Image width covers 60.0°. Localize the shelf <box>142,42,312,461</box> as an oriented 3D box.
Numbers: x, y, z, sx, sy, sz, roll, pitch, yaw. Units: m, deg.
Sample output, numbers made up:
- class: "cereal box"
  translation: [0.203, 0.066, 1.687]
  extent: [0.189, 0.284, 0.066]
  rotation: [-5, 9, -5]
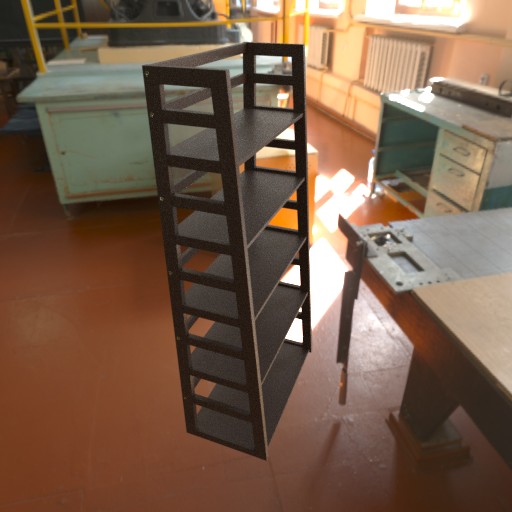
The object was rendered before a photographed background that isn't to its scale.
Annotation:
- class: "shelf"
  translation: [0.000, 0.000, 1.916]
  extent: [0.403, 1.600, 0.763]
  rotation: [11, 33, 18]
